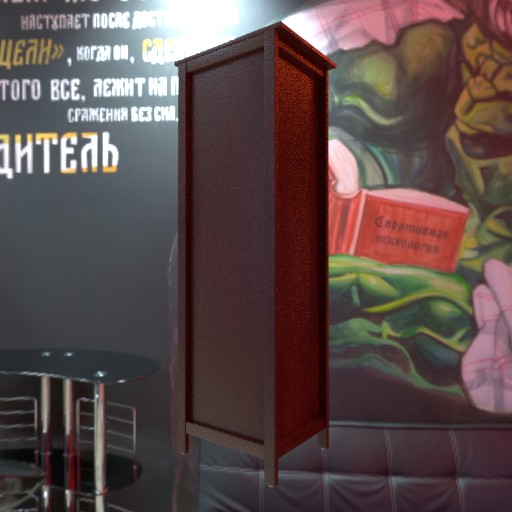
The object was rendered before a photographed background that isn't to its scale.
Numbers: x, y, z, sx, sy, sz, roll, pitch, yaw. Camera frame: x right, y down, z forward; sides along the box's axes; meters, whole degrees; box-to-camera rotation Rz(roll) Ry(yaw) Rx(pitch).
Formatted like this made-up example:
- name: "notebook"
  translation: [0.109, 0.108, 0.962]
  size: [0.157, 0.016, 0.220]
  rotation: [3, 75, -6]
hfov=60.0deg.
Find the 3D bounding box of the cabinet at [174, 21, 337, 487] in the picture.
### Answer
- name: "cabinet"
  translation: [0.000, 0.000, 1.738]
  size: [0.500, 1.518, 0.401]
  rotation: [0, -1, 37]
